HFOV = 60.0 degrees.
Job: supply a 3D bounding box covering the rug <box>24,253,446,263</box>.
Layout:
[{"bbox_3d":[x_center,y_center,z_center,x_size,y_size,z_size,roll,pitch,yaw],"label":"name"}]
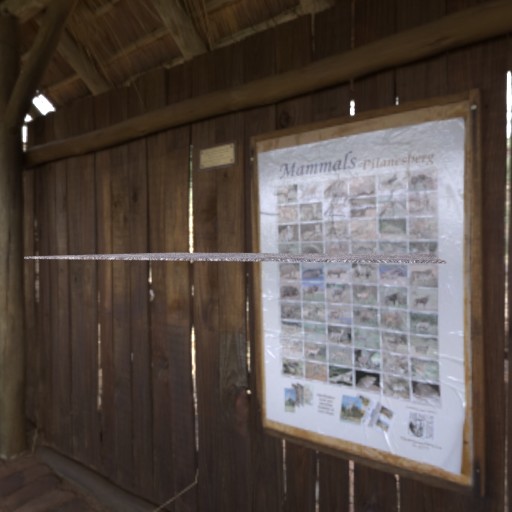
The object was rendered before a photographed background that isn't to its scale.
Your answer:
[{"bbox_3d":[0.000,0.000,4.259,3.204,0.017,2.448,0,1,19],"label":"rug"}]
